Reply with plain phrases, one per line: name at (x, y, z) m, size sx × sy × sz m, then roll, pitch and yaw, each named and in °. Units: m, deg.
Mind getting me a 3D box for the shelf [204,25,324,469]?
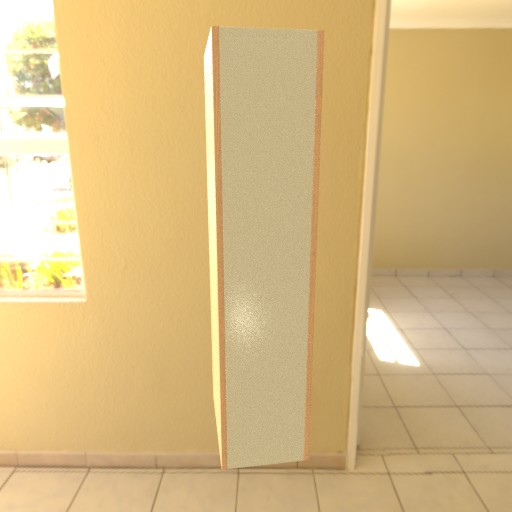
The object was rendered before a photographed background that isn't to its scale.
shelf at (0.000, 0.000, 1.008) m, size 0.197 × 0.882 × 0.290 m, roll -2°, pitch 15°, yaw -9°
